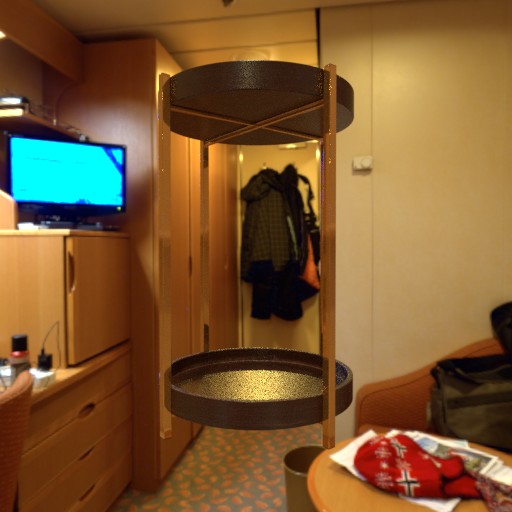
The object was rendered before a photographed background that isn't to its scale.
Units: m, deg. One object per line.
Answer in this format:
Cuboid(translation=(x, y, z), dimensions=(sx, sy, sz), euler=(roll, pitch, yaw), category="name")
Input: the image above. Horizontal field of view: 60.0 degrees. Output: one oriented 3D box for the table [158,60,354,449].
Cuboid(translation=(0.000, 0.000, 0.861), dimensions=(0.400, 0.610, 0.400), euler=(-1, 1, -38), category="table")
